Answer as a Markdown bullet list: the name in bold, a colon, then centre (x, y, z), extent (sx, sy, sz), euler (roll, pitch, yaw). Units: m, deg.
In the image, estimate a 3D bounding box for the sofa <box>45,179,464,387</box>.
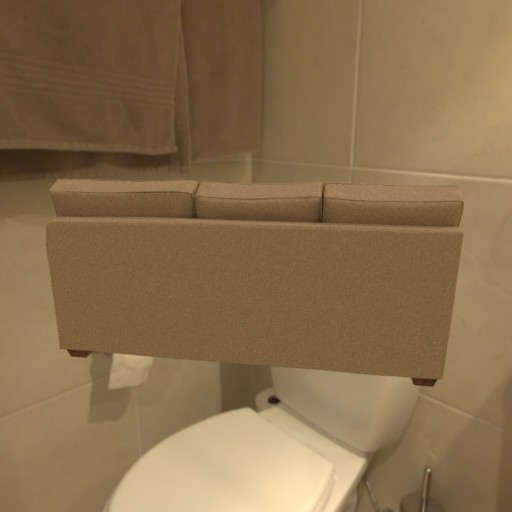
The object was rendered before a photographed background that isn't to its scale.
- **sofa**: centre (0.000, 0.000, 2.557), extent (1.963, 0.946, 1.034), euler (3, 17, 9)
